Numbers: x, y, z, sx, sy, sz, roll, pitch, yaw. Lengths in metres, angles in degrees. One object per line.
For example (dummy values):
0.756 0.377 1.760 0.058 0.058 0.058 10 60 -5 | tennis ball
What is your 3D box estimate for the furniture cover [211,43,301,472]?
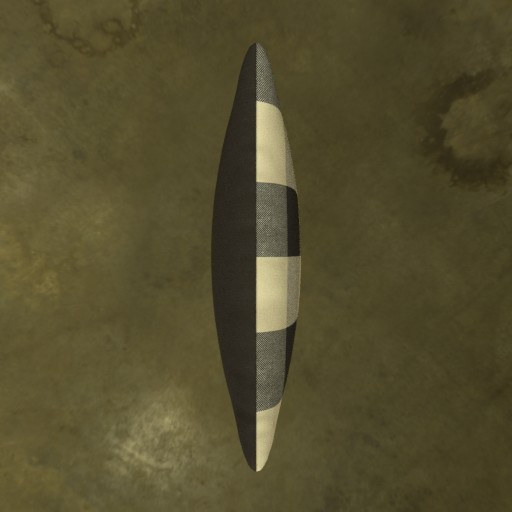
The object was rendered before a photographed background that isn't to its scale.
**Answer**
0.000 0.000 0.777 0.161 0.509 0.511 0 91 0 | furniture cover
